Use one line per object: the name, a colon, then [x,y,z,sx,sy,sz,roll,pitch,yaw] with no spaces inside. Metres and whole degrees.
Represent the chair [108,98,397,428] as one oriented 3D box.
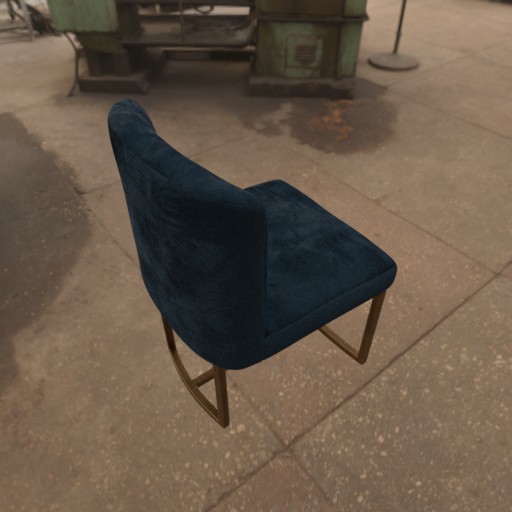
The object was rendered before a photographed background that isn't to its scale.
chair: [0.000,0.000,1.182,0.560,0.824,0.530,-26,48,-26]
